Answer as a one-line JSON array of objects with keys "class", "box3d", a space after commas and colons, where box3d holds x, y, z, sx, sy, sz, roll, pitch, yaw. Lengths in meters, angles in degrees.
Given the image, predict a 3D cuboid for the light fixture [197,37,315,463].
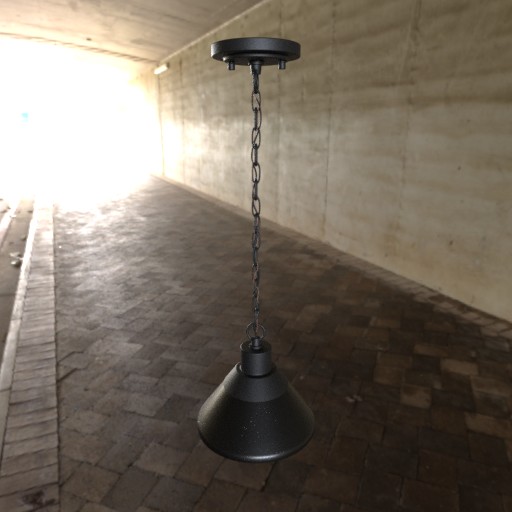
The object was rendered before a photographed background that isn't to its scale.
[{"class": "light fixture", "box3d": [0.000, 0.000, 0.678, 0.201, 0.588, 0.201, 2, 16, 8]}]
